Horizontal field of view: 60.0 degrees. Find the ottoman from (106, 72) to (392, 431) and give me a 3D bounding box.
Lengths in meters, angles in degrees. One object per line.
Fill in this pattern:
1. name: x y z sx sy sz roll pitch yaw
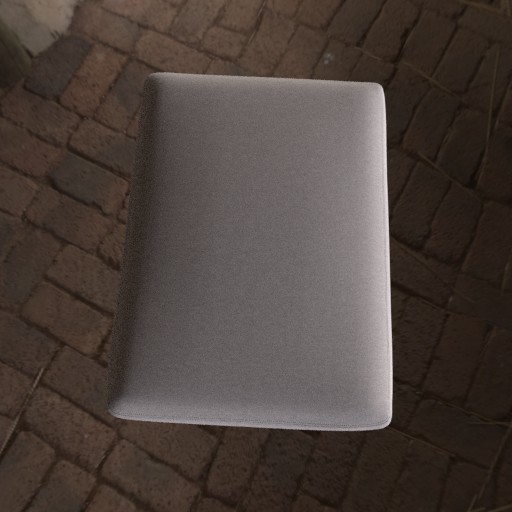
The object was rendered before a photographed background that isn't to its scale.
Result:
1. ottoman: 0.000 0.000 1.120 0.574 0.497 0.773 3 76 1
